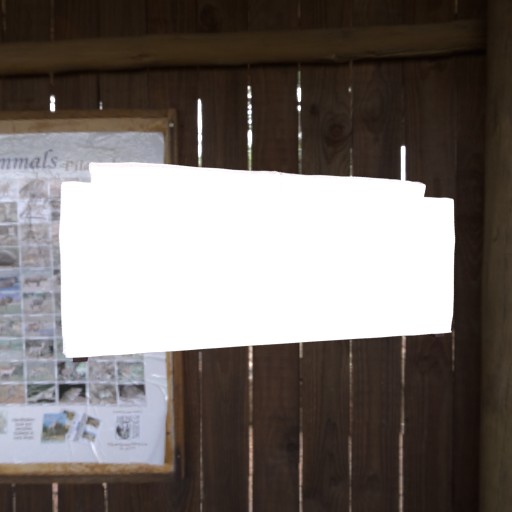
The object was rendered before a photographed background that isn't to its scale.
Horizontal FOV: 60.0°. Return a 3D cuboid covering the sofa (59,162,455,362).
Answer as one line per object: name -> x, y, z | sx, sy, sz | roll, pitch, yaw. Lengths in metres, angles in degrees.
sofa -> 0.000, 0.000, 2.520 | 1.987, 0.870, 0.940 | 0, 1, -18
